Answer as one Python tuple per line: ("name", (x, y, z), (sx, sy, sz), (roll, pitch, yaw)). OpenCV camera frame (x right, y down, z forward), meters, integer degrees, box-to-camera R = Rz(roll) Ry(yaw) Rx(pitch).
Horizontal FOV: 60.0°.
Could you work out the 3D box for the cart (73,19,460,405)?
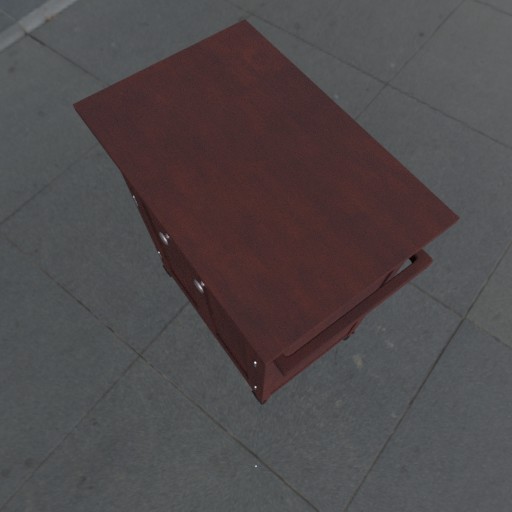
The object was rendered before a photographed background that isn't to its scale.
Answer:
("cart", (0.000, 0.000, 1.248), (0.442, 0.864, 0.683), (-34, 69, -15))
